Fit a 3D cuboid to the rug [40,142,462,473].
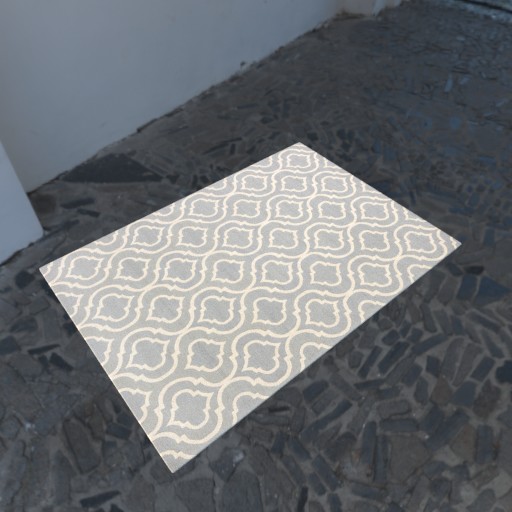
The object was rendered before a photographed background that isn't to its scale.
[{"bbox_3d":[0.000,0.000,2.649,2.080,0.010,1.451,-31,54,-26],"label":"rug"}]
